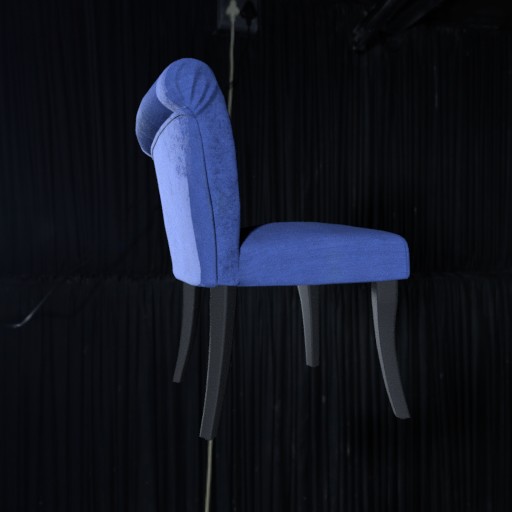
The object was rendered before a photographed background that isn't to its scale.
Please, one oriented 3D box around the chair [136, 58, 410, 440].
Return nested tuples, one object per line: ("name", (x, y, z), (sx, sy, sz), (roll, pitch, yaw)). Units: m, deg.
("chair", (0.000, 0.000, 1.164), (0.606, 0.753, 0.585), (0, 1, -18))
